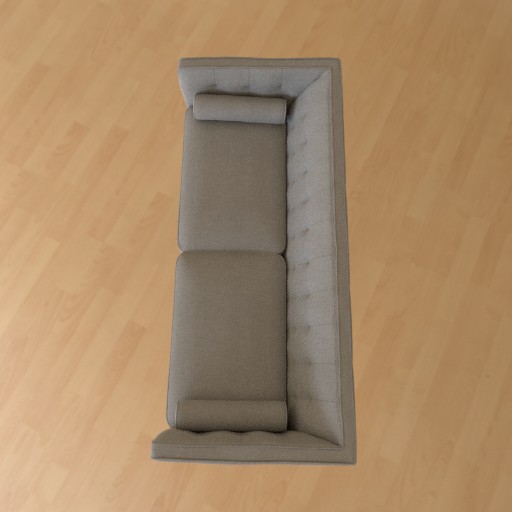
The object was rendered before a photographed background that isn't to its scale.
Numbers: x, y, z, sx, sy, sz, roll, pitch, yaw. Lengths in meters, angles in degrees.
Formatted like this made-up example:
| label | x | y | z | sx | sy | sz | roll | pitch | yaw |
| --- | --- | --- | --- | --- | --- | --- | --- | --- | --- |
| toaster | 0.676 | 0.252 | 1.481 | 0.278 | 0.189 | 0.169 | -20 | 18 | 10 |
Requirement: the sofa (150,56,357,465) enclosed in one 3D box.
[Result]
| label | x | y | z | sx | sy | sz | roll | pitch | yaw |
| --- | --- | --- | --- | --- | --- | --- | --- | --- | --- |
| sofa | 0.000 | 0.000 | 2.536 | 0.912 | 0.798 | 2.079 | 1 | 75 | 0 |
